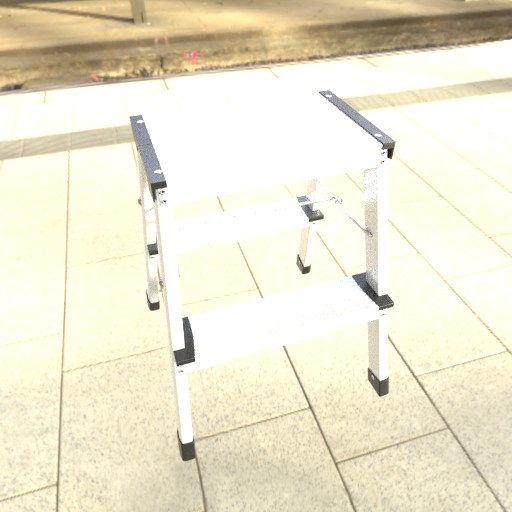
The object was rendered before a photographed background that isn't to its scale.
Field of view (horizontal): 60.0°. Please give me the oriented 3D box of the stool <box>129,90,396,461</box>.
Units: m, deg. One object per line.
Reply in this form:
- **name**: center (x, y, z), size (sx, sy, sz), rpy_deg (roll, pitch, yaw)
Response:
- **stool**: center (0.000, 0.000, 0.787), size (0.404, 0.480, 0.405), rpy_deg (-13, 42, -14)
